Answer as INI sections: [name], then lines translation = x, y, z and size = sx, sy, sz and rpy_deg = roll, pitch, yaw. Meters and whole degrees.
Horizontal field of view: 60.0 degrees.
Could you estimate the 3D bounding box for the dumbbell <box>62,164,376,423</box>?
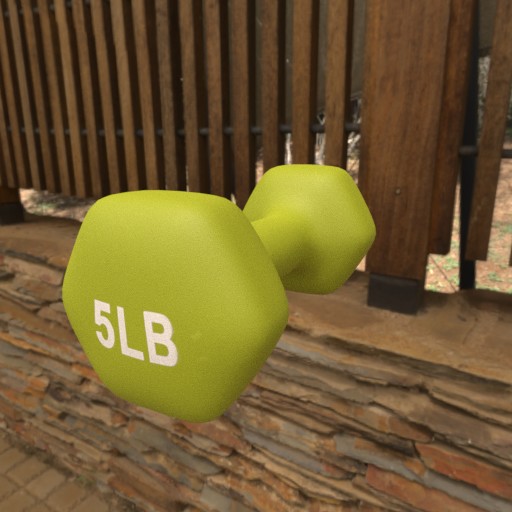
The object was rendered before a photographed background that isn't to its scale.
[dumbbell]
translation = 0.000, 0.000, 0.200
size = 0.080, 0.072, 0.164
rpy_deg = 8, 18, 26
